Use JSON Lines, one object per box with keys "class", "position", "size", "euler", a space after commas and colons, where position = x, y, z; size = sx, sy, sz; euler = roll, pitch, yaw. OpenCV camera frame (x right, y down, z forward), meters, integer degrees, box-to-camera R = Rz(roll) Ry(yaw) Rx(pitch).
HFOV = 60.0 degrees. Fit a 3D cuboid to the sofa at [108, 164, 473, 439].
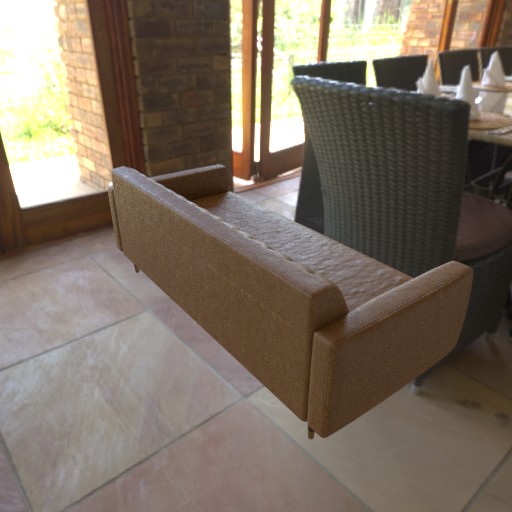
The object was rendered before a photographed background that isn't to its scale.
{"class": "sofa", "position": [0.000, 0.000, 2.738], "size": [0.990, 0.821, 2.291], "euler": [-19, 33, -32]}
